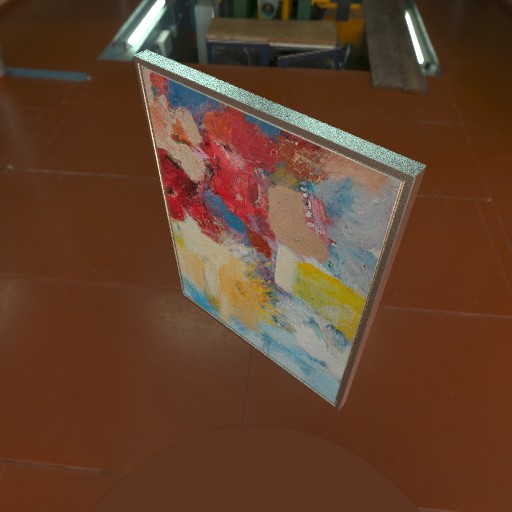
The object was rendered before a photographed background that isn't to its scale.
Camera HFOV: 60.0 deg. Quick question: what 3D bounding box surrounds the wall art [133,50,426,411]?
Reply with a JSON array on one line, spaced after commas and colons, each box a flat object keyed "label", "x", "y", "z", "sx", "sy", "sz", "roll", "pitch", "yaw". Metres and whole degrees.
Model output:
[{"label": "wall art", "x": 0.000, "y": 0.000, "z": 0.762, "sx": 0.444, "sy": 0.569, "sz": 0.025, "roll": 32, "pitch": 55, "yaw": 26}]
